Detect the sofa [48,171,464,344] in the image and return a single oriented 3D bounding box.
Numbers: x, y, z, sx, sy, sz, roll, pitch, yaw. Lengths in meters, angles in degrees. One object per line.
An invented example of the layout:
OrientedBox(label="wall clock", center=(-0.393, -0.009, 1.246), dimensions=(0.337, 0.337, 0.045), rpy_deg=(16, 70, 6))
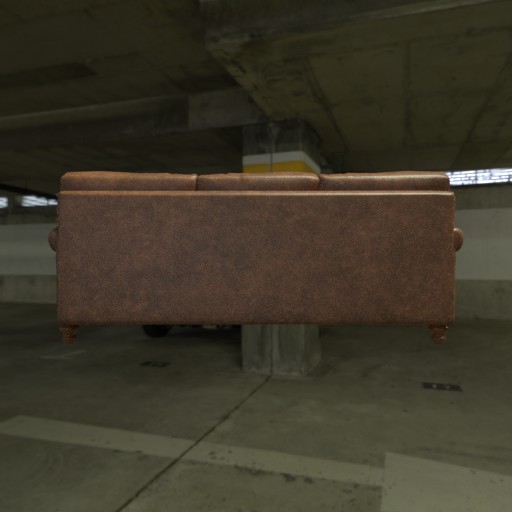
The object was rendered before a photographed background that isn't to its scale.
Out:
OrientedBox(label="sofa", center=(0.000, 0.000, 2.857), dimensions=(2.351, 0.977, 0.973), rpy_deg=(0, -1, 0))
